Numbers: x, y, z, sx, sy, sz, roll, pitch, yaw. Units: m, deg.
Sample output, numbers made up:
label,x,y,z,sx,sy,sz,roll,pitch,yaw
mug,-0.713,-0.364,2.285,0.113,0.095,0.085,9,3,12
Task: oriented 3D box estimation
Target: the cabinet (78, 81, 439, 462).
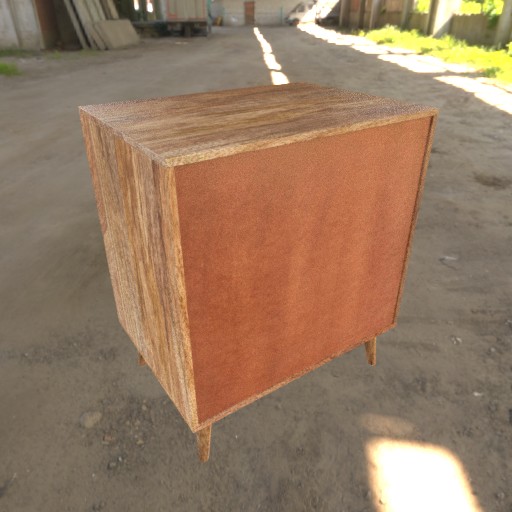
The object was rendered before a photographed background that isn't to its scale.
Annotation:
label,x,y,z,sx,sy,sz,roll,pitch,yaw
cabinet,0.000,0.000,1.167,0.647,0.758,0.473,-19,35,-29
